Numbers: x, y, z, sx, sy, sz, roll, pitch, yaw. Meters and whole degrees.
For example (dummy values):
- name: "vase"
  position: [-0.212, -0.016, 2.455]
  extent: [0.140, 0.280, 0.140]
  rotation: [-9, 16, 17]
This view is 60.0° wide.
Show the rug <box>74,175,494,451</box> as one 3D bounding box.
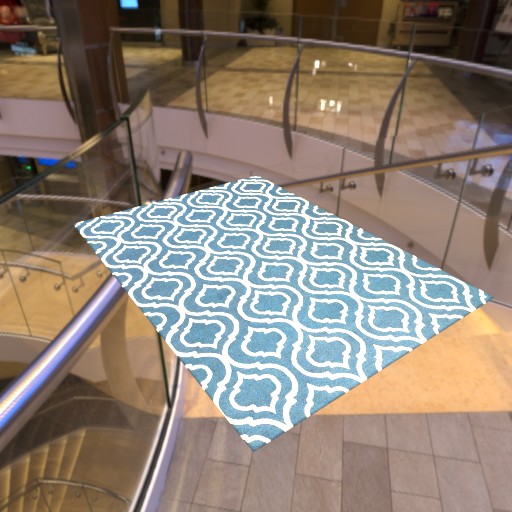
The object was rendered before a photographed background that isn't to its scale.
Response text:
- name: "rug"
  position: [0.000, 0.000, 4.213]
  extent: [2.438, 0.010, 3.353]
  rotation: [-21, 37, -30]
